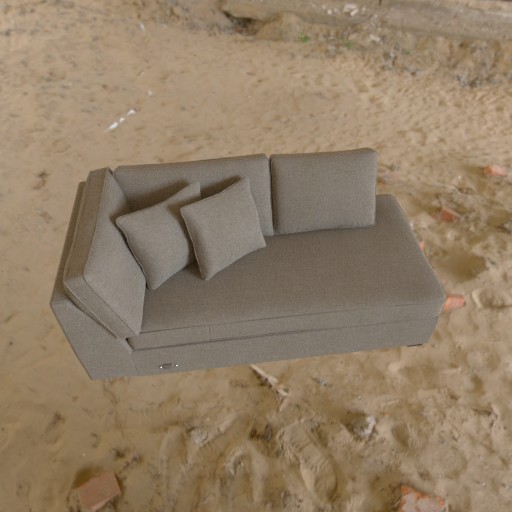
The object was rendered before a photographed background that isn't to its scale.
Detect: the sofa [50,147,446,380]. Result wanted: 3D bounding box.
[{"bbox_3d":[0.000,0.000,2.889,2.238,1.019,1.110,-5,46,-5],"label":"sofa"}]
